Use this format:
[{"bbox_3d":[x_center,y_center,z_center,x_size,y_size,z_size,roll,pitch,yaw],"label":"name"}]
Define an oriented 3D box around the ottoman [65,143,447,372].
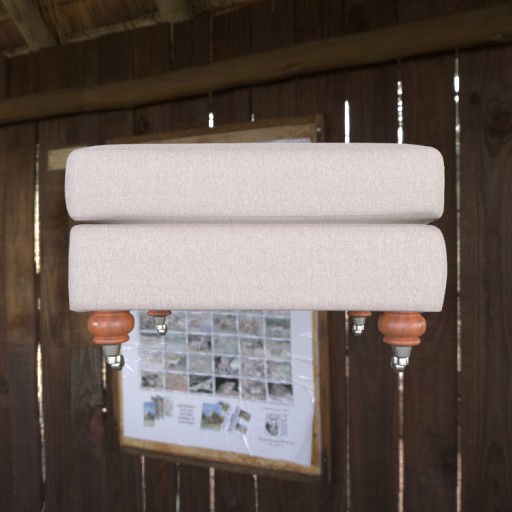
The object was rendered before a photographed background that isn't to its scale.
[{"bbox_3d":[0.000,0.000,1.136,0.773,0.497,0.574,0,0,1],"label":"ottoman"}]
